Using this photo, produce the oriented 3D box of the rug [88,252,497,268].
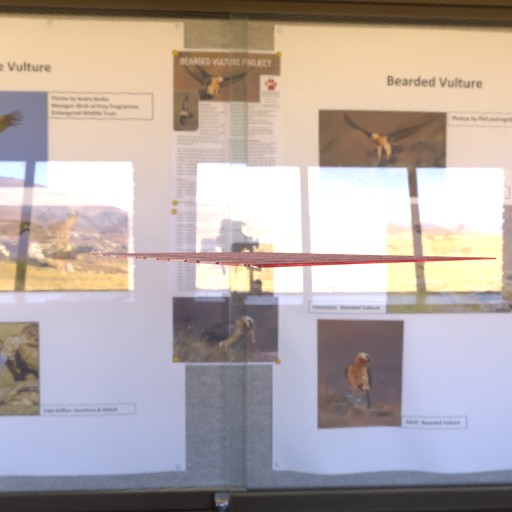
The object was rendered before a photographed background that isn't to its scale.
[{"bbox_3d":[0.000,0.000,2.271,1.223,0.008,1.817,-1,2,-35],"label":"rug"}]
